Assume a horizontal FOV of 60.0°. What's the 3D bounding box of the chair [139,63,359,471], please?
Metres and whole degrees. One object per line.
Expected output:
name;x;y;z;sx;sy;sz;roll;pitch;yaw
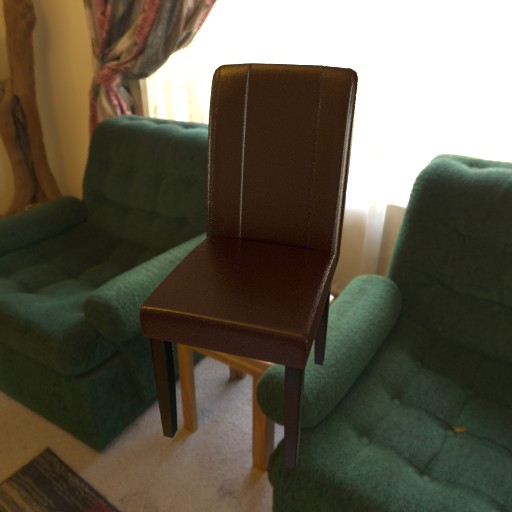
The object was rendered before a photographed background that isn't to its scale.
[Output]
chair;0.000;0.000;1.164;0.399;0.897;0.556;8;28;15
